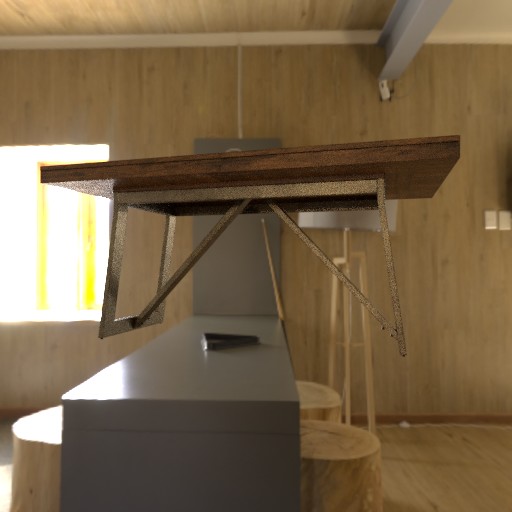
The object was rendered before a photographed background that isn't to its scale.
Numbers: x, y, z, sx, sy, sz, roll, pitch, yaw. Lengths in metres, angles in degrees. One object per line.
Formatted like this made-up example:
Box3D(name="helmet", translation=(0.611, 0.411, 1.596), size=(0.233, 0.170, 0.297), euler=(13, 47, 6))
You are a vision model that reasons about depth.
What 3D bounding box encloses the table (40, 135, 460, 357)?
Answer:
Box3D(name="table", translation=(0.000, 0.000, 2.094), size=(1.641, 0.757, 0.931), euler=(0, -1, 16))
